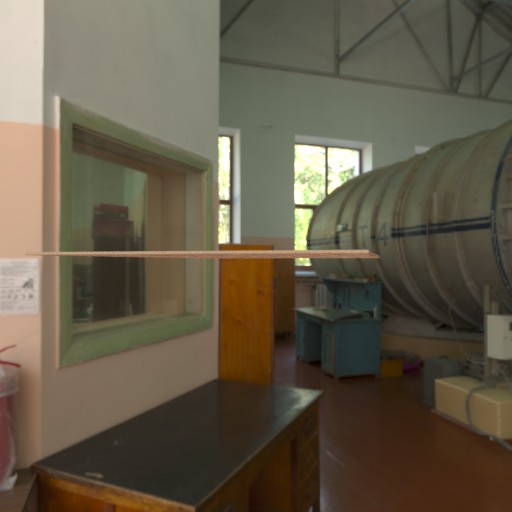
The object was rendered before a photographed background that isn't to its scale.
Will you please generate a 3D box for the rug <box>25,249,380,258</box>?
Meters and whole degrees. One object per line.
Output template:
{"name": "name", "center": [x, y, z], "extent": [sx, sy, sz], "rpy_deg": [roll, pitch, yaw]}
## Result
{"name": "rug", "center": [0.000, 0.000, 2.887], "extent": [1.526, 0.014, 2.290], "rpy_deg": [0, -1, 16]}
